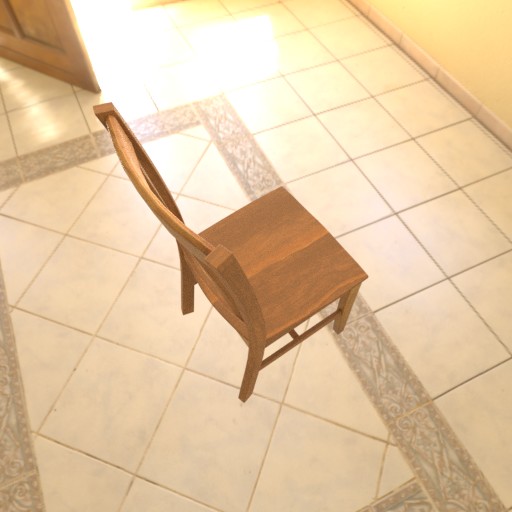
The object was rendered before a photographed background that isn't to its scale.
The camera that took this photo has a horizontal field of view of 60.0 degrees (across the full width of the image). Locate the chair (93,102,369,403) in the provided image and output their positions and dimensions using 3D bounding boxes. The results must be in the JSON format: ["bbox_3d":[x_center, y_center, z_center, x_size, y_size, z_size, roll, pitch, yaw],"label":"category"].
[{"bbox_3d":[0.000,0.000,1.308,0.542,0.983,0.485,-30,62,-18],"label":"chair"}]
